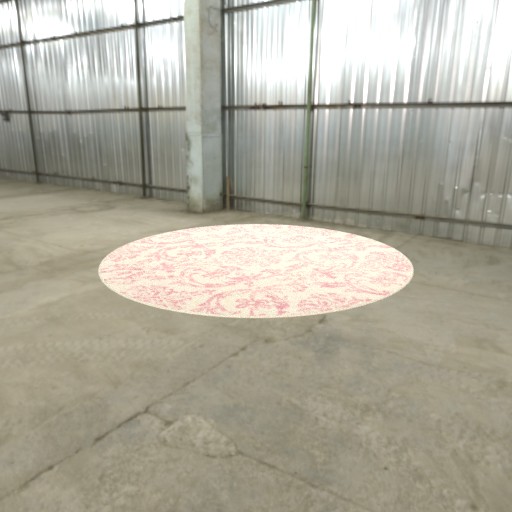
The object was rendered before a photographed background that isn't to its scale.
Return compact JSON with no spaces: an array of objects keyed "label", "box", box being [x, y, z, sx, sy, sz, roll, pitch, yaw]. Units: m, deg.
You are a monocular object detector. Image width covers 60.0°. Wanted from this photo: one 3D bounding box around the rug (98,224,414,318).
[{"label":"rug","box":[0.000,0.000,2.365,1.593,0.012,1.593,0,16,0]}]
